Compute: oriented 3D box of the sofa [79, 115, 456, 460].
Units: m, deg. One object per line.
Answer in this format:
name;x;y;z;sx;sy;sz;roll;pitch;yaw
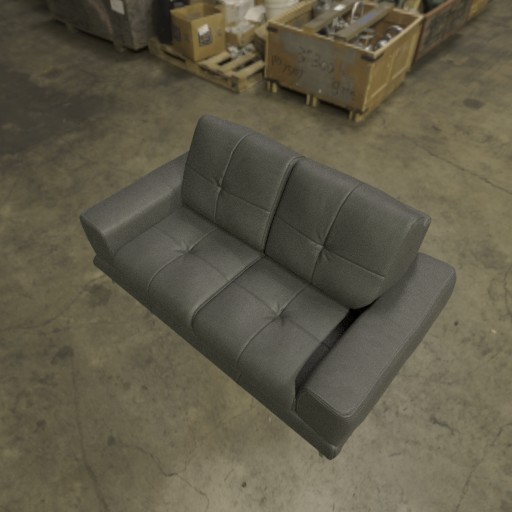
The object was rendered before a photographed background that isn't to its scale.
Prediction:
sofa;0.000;0.000;2.357;1.806;0.907;1.018;33;55;27
